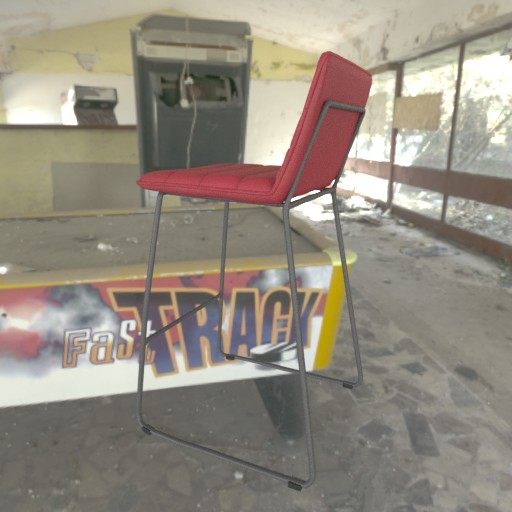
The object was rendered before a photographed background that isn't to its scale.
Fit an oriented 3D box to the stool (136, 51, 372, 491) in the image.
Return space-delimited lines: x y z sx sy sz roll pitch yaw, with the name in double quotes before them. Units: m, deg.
"stool" 0.000 0.000 1.193 0.524 0.937 0.489 7 17 25
